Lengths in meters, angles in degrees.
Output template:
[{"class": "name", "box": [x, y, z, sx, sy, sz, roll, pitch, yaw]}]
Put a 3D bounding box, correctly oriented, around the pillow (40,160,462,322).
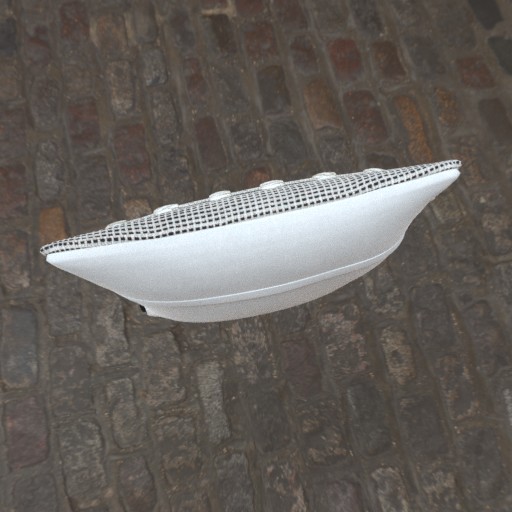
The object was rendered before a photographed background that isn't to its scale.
[{"class": "pillow", "box": [0.000, 0.000, 0.651, 0.436, 0.438, 0.156, -12, 76, -3]}]
